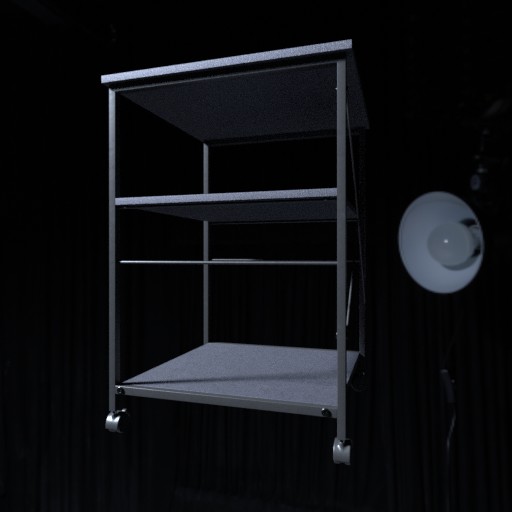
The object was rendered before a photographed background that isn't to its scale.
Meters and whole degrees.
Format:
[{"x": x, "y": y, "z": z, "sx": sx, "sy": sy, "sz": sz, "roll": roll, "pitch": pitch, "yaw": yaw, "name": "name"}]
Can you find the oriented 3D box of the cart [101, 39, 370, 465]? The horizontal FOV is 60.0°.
[{"x": 0.000, "y": 0.000, "z": 1.106, "sx": 0.520, "sy": 0.762, "sz": 0.521, "roll": 0, "pitch": 0, "yaw": 18, "name": "cart"}]
